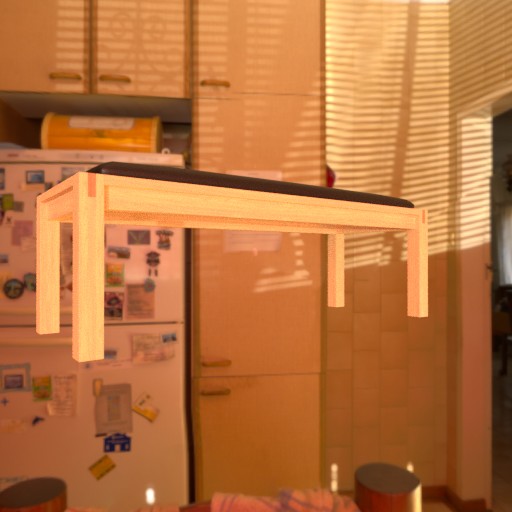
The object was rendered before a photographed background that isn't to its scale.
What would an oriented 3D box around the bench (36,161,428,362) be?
[{"bbox_3d":[0.000,0.000,1.421,1.202,0.430,0.450,0,0,-36],"label":"bench"}]
